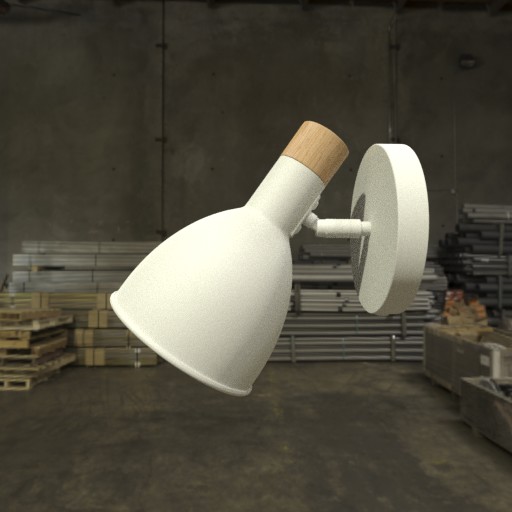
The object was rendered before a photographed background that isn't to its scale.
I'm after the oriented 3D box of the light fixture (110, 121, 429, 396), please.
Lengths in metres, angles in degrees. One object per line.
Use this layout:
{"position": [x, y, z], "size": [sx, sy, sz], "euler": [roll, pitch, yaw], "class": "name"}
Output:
{"position": [0.000, 0.000, 0.330], "size": [0.209, 0.199, 0.127], "euler": [0, -1, -1], "class": "light fixture"}
